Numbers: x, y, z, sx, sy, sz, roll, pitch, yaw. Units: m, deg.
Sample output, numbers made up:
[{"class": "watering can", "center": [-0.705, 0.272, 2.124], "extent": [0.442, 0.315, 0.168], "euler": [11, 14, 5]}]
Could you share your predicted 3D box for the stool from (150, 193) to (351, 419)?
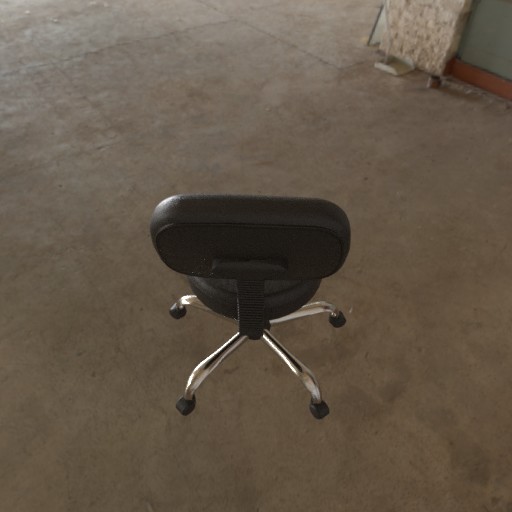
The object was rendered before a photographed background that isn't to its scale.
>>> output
[{"class": "stool", "center": [0.000, 0.000, 1.335], "extent": [0.673, 0.862, 0.648], "euler": [2, 45, 2]}]
